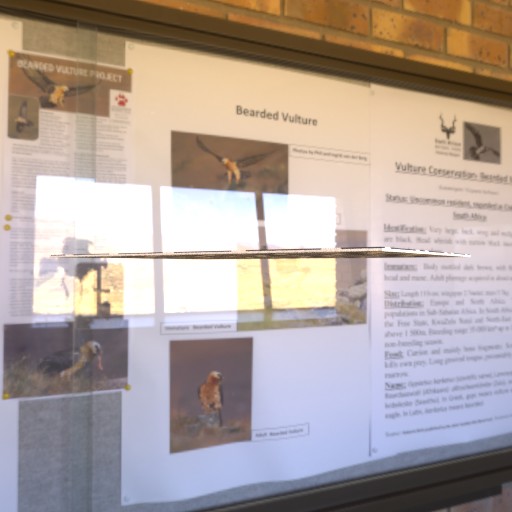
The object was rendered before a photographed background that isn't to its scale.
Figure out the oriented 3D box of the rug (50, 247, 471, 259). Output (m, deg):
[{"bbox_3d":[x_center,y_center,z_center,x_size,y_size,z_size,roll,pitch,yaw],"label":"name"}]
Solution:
[{"bbox_3d":[0.000,0.000,2.904,2.286,0.016,1.555,-1,-1,37],"label":"rug"}]
